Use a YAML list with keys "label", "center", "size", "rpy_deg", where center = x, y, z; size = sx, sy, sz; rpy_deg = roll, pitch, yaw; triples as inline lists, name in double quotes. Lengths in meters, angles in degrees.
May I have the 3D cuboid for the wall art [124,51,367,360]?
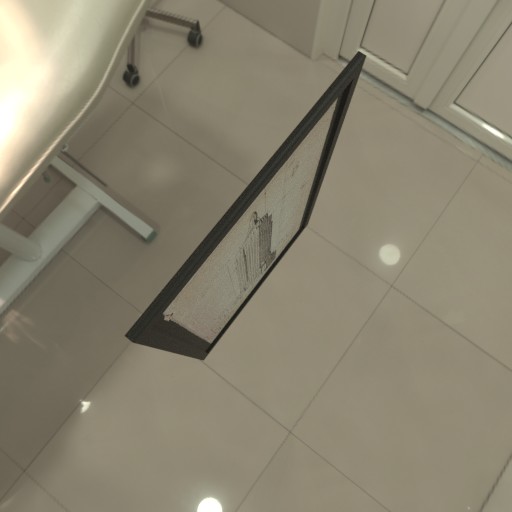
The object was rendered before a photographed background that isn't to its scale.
- label: "wall art"
  center: [0.000, 0.000, 0.839]
  size: [0.012, 0.661, 0.451]
  rpy_deg: [36, 78, 9]
